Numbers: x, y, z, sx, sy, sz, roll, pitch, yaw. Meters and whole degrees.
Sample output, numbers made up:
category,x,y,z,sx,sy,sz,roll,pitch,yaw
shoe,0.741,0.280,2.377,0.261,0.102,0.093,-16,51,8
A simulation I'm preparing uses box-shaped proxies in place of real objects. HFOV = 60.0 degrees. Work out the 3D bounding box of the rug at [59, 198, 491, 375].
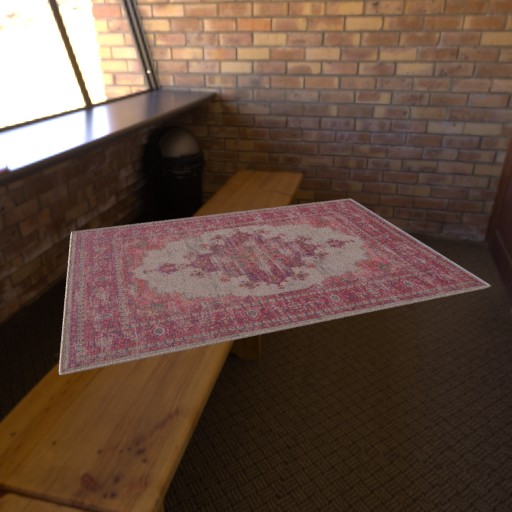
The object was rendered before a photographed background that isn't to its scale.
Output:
category,x,y,z,sx,sy,sz,roll,pitch,yaw
rug,0.000,0.000,3.600,2.878,0.014,2.005,-9,28,-17
